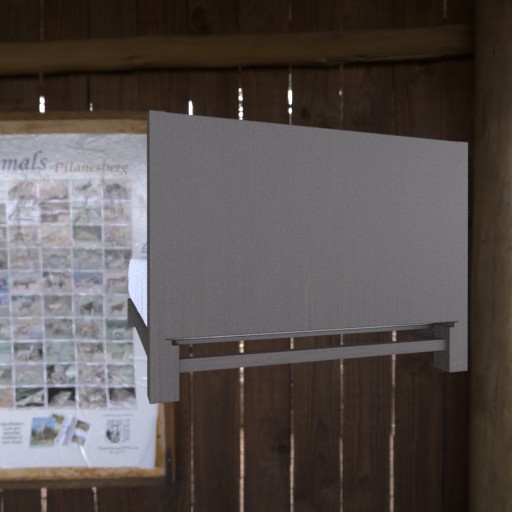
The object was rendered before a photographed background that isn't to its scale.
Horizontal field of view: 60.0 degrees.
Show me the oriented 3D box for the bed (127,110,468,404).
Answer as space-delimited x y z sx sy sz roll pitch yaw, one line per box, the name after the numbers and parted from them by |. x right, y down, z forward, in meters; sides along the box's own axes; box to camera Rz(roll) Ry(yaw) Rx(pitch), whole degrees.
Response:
0.000 0.000 3.249 1.727 1.270 2.242 0 0 -19 | bed
